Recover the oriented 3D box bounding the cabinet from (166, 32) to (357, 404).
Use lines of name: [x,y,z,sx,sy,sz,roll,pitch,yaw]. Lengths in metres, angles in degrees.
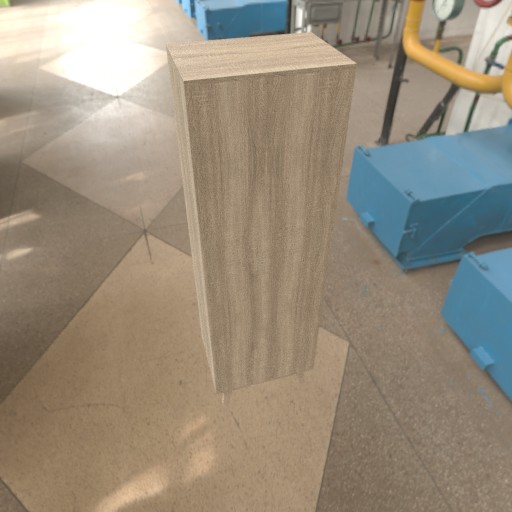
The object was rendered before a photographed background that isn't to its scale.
cabinet: [0.000,0.000,2.136,0.570,1.850,0.400,-11,42,-12]
